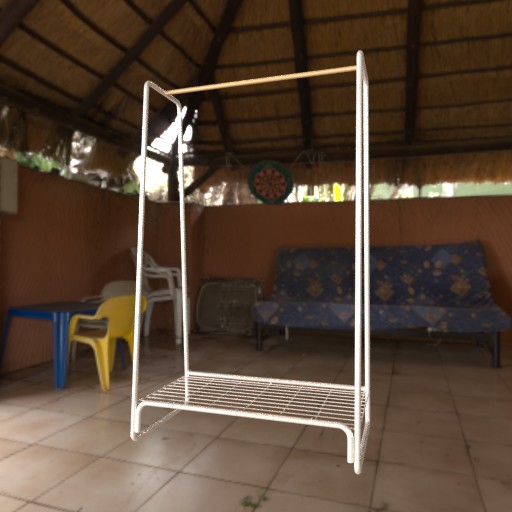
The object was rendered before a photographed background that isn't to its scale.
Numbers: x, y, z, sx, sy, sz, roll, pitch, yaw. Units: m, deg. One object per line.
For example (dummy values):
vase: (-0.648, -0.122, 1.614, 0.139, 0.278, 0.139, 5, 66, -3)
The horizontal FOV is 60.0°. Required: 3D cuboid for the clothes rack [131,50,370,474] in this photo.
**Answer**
clothes rack: (0.000, 0.000, 1.866, 0.900, 1.500, 0.495, 0, 0, 18)
